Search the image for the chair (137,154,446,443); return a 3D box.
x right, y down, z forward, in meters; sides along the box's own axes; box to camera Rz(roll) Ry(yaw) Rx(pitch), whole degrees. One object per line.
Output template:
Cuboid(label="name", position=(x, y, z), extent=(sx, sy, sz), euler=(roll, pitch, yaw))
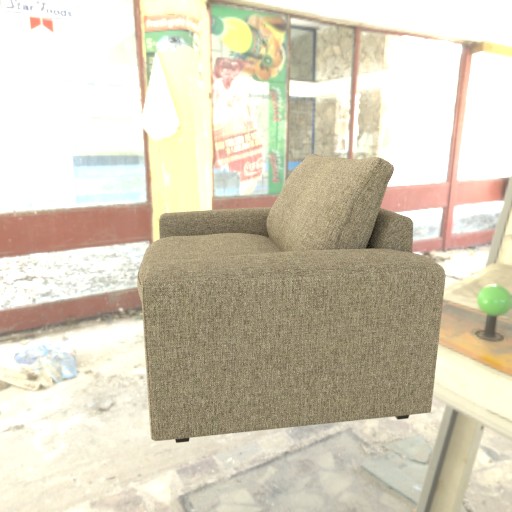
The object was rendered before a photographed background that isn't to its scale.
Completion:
Cuboid(label="chair", position=(0.000, 0.000, 2.055), extent=(1.039, 0.915, 1.398), euler=(-2, 14, -9))
